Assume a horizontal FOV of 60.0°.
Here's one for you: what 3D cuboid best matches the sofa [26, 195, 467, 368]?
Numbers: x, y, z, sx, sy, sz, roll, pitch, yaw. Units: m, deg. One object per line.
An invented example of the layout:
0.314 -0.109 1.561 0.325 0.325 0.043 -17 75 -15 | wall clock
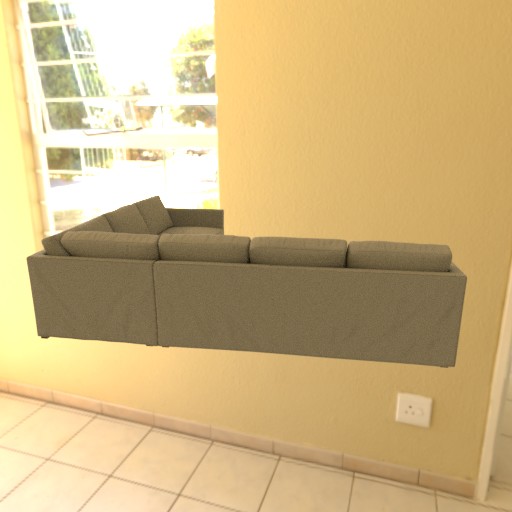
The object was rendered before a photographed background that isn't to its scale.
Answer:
0.000 0.000 4.333 3.182 0.871 2.432 2 16 8 | sofa
